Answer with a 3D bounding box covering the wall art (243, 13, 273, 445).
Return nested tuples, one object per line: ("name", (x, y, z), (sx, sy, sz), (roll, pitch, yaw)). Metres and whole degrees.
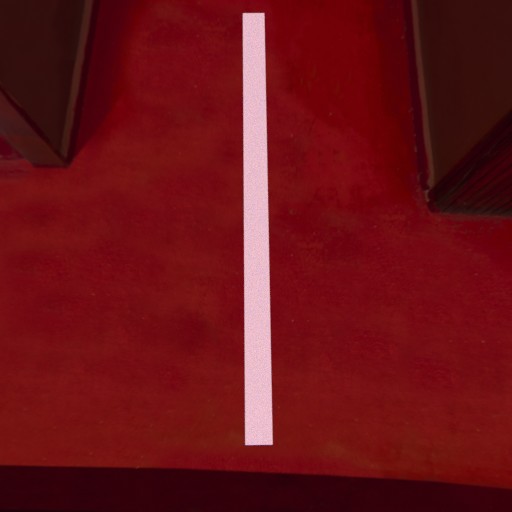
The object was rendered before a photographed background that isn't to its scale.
("wall art", (0.000, 0.000, 1.126), (0.041, 0.765, 0.768), (-1, 76, 0))
